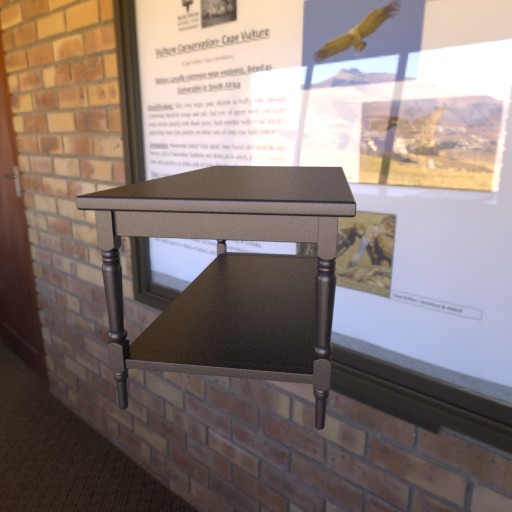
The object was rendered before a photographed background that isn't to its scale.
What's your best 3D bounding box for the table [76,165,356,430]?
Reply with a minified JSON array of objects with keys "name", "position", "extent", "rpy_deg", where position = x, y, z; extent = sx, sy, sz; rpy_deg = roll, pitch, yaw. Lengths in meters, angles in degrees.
[{"name":"table","position":[0.000,0.000,1.434],"extent":[0.550,0.510,1.107],"rpy_deg":[2,15,9]}]
